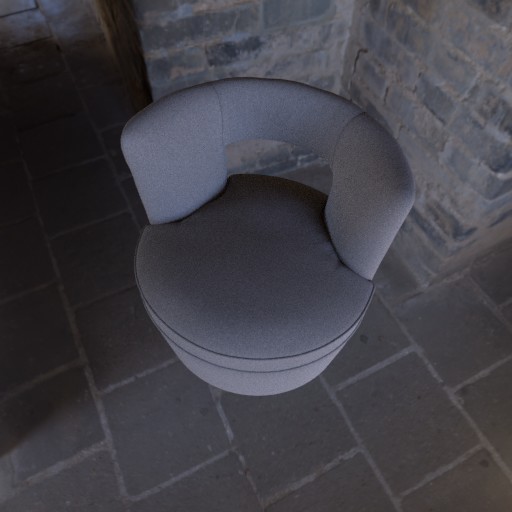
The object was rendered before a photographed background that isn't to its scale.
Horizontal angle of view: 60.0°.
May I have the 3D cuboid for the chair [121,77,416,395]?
[{"bbox_3d":[0.000,0.000,1.268,0.689,0.719,0.660,14,59,9],"label":"chair"}]
